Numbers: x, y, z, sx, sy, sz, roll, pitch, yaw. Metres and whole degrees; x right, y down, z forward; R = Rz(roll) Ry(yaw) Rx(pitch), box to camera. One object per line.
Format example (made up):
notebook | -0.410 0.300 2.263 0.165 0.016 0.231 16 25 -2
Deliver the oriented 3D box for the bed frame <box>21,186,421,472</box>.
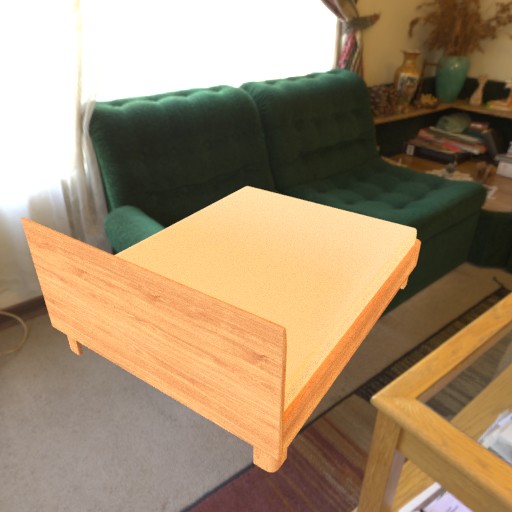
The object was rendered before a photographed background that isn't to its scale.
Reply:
bed frame | 0.000 0.000 2.979 1.660 0.940 2.092 19 35 29
